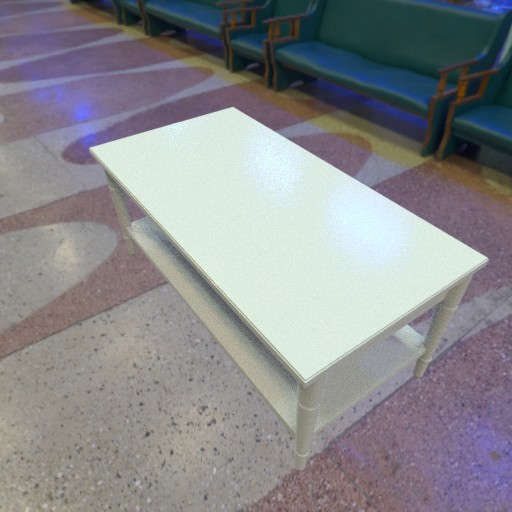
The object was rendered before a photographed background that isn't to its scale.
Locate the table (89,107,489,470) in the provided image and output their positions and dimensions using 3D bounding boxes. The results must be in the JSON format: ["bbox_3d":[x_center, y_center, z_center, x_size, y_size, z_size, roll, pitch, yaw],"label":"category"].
[{"bbox_3d":[0.000,0.000,1.375,0.559,0.457,1.067,-25,47,-26],"label":"table"}]
